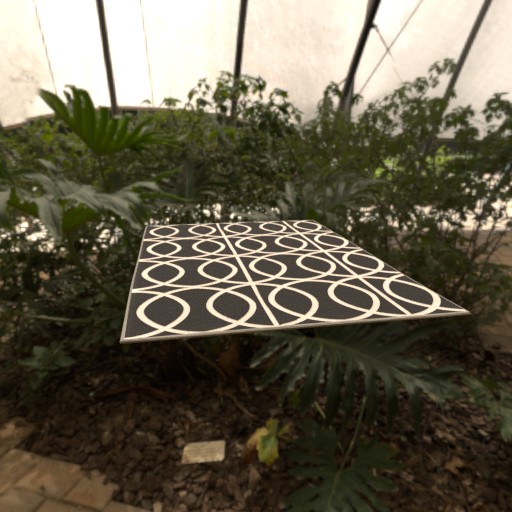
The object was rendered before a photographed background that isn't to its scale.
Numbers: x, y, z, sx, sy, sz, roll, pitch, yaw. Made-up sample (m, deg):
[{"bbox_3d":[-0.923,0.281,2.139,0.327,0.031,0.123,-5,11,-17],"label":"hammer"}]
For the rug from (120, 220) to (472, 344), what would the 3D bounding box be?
[{"bbox_3d":[0.000,0.000,2.925,1.528,0.014,2.294,-3,16,-11],"label":"rug"}]
